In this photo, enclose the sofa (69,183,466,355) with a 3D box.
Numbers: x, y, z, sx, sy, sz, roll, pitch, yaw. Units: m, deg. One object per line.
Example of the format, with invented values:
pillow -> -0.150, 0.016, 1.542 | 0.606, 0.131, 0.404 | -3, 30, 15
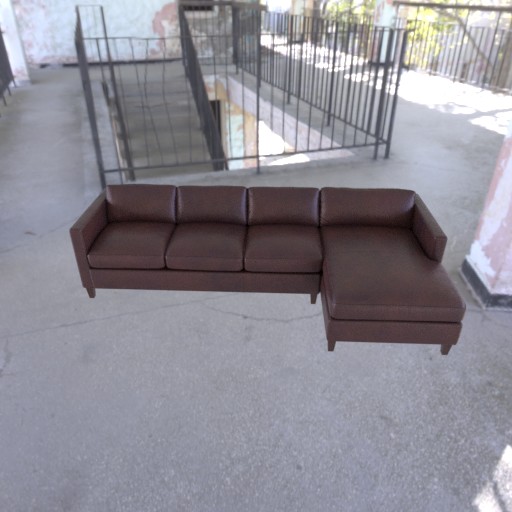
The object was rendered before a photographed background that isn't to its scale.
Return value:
sofa -> 0.000, 0.000, 3.992 | 3.203, 0.883, 1.581 | 1, 31, 2
